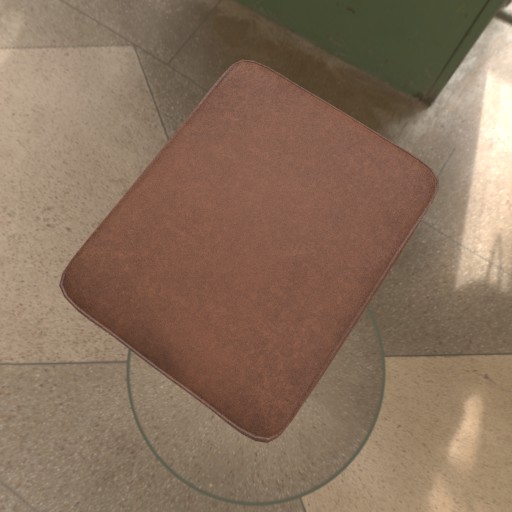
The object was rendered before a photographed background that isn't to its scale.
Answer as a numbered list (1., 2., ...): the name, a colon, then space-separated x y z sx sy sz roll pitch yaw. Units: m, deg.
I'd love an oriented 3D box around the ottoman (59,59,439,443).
1. ottoman: 0.000 0.000 1.161 0.589 0.537 0.738 34 79 8
